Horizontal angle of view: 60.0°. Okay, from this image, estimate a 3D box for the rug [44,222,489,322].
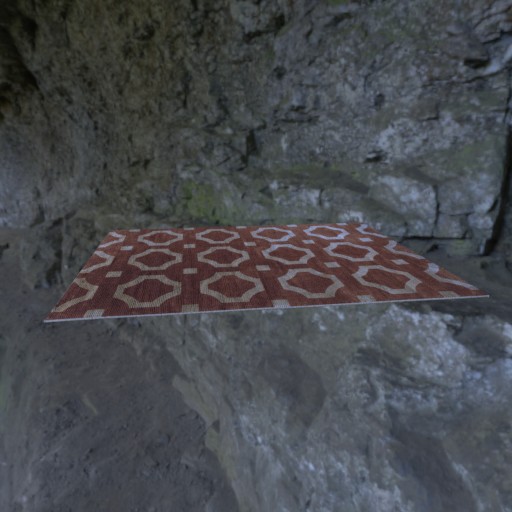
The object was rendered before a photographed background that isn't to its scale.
[{"bbox_3d":[0.000,0.000,4.158,3.049,0.021,2.466,-2,17,-8],"label":"rug"}]
